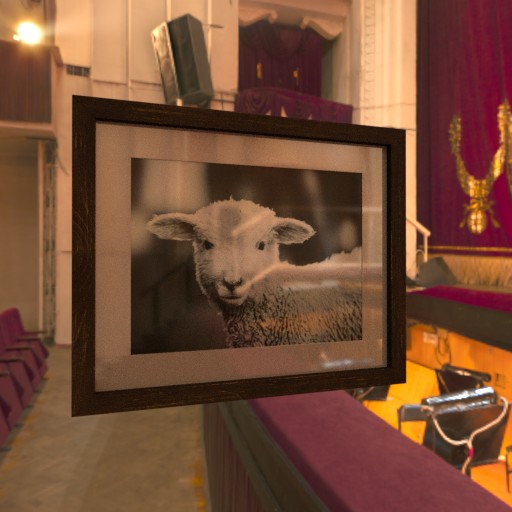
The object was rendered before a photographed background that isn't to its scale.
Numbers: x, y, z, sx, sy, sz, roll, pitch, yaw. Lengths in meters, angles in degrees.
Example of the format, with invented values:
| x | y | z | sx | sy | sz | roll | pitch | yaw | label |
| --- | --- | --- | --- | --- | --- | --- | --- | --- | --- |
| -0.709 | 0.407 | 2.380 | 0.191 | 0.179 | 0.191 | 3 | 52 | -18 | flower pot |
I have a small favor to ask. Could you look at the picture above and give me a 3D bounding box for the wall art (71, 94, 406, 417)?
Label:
| x | y | z | sx | sy | sz | roll | pitch | yaw | label |
| --- | --- | --- | --- | --- | --- | --- | --- | --- | --- |
| 0.000 | 0.000 | 0.728 | 0.558 | 0.457 | 0.032 | 0 | 0 | -18 | wall art |
